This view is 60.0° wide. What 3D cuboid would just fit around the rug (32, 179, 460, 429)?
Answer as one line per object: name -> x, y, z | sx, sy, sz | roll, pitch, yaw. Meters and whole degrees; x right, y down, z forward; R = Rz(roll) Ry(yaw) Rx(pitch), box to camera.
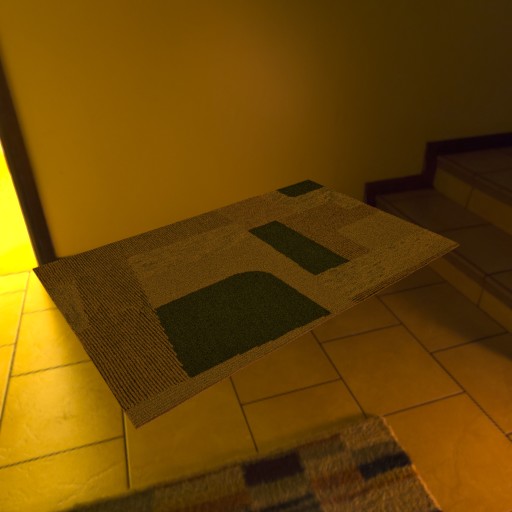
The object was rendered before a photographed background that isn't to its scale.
rug -> 0.000, 0.000, 2.954 | 2.436, 0.015, 1.521 | -22, 38, -32
